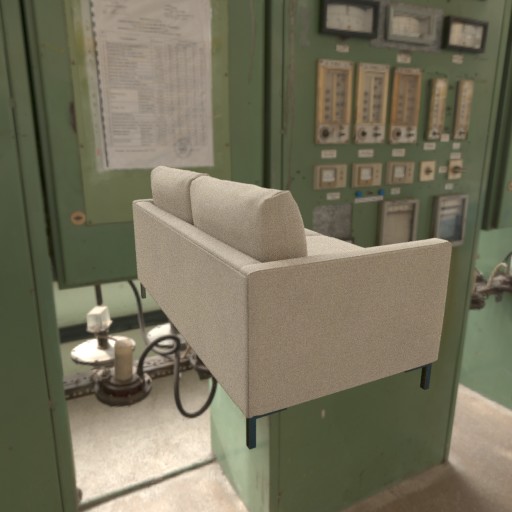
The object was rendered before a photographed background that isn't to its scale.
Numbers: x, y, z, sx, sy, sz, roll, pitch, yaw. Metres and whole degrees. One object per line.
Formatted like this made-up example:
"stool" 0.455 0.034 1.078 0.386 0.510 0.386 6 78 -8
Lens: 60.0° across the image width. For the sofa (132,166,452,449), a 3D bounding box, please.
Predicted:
"sofa" 0.000 0.000 2.234 0.875 0.840 1.682 -7 17 -26
